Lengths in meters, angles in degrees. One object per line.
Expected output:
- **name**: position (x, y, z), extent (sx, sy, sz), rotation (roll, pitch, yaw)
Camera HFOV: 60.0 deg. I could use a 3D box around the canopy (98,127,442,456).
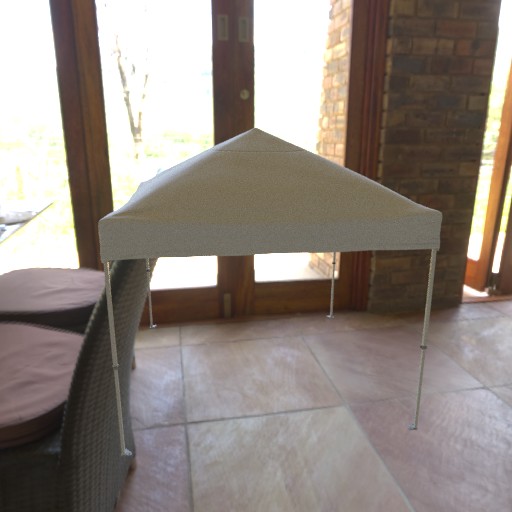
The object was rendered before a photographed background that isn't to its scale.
- **canopy**: position (0.000, 0.000, 5.381), extent (2.998, 2.997, 2.996), rotation (-2, 16, -7)
